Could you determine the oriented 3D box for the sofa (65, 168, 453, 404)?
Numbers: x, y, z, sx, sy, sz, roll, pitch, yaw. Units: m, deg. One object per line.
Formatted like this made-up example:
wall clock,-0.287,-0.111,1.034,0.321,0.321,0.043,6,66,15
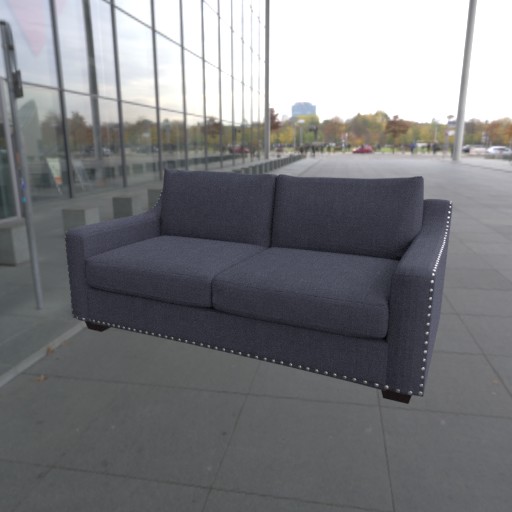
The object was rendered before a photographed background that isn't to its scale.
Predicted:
sofa,0.000,0.000,3.286,2.550,1.196,1.336,7,16,25
